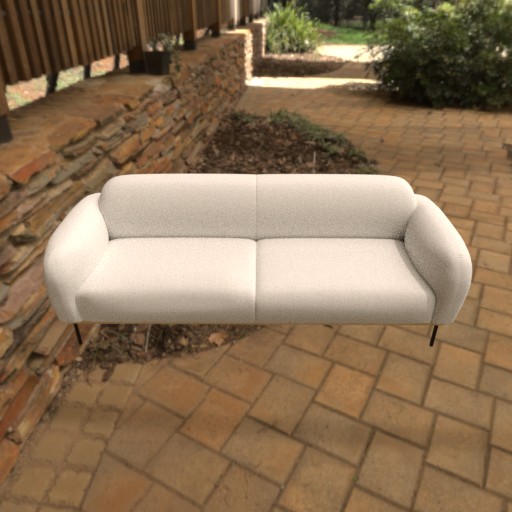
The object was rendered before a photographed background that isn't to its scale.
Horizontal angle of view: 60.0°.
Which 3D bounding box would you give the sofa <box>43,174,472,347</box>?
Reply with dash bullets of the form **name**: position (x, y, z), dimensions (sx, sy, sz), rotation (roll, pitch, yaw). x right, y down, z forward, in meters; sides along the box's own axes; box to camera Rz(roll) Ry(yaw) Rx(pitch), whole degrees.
- **sofa**: position (0.000, 0.000, 2.652), dimensions (2.257, 0.780, 0.880), rotation (0, 31, 0)
